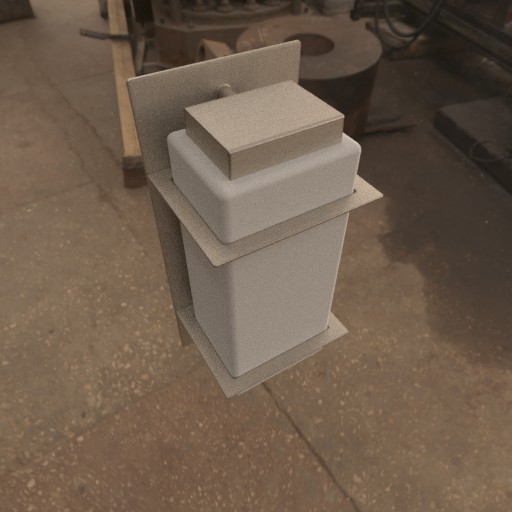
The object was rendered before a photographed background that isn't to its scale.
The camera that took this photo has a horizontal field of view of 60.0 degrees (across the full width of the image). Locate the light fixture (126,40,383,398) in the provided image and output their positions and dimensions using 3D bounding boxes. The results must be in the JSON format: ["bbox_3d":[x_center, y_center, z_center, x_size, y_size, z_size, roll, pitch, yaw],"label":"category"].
[{"bbox_3d":[0.000,0.000,0.481,0.168,0.380,0.160,-23,50,-21],"label":"light fixture"}]
